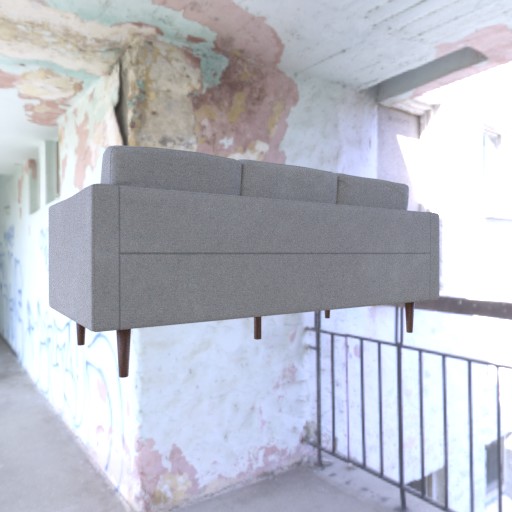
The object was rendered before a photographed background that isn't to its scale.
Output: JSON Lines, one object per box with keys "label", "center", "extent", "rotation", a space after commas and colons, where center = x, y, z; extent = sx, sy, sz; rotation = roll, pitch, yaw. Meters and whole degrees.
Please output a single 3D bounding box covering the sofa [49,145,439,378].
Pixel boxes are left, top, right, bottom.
{"label": "sofa", "center": [0.000, 0.000, 2.456], "extent": [1.983, 0.918, 0.944], "rotation": [0, 0, -34]}
